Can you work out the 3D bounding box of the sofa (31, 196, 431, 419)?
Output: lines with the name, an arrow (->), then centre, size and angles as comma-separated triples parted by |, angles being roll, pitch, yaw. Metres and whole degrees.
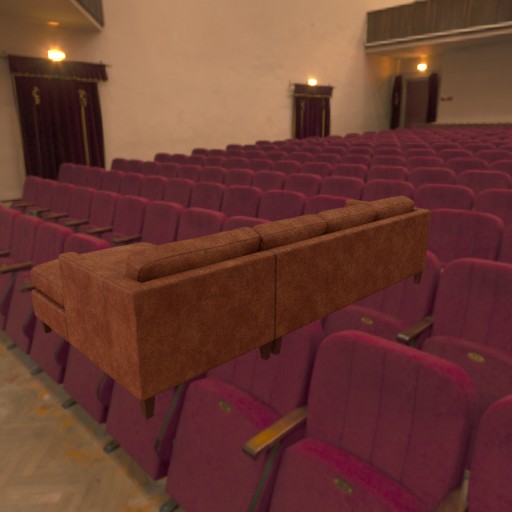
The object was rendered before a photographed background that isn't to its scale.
sofa -> 0.000, 0.000, 3.821 | 3.203, 0.883, 1.581 | -15, 22, -42
